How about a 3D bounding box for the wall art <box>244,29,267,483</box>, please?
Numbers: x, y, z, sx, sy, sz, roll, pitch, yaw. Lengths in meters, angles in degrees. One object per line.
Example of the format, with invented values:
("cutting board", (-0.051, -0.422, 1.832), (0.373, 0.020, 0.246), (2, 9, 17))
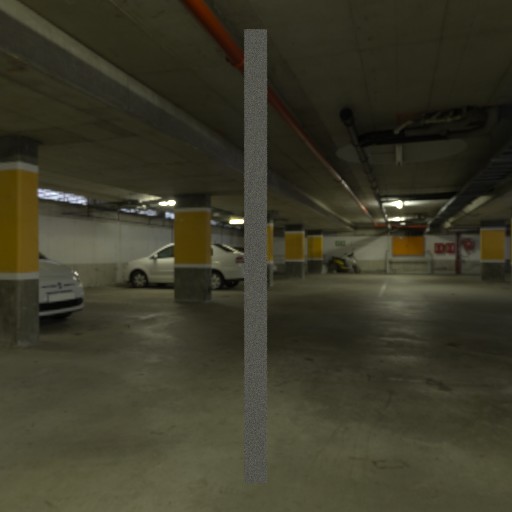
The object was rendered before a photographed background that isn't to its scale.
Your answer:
("wall art", (0.000, 0.000, 1.125), (0.038, 0.762, 0.762), (0, 0, 0))
